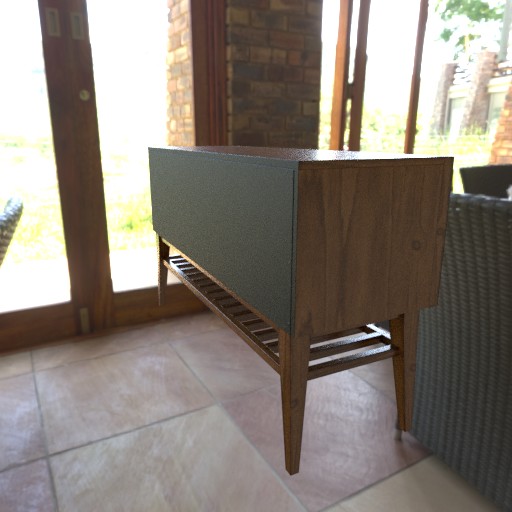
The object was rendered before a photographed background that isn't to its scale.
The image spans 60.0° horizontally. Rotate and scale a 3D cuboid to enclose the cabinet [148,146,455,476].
[{"bbox_3d":[0.000,0.000,1.725,0.477,0.802,1.363,-7,17,-25],"label":"cabinet"}]
